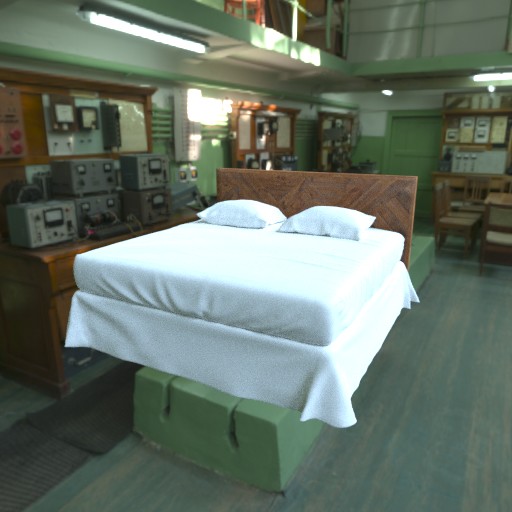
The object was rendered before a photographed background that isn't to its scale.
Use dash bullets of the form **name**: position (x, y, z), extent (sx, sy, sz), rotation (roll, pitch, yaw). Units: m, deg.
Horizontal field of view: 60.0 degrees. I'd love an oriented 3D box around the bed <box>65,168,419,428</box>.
- **bed**: position (0.000, 0.000, 3.505), extent (2.255, 1.158, 2.165), rotation (8, 17, 27)
